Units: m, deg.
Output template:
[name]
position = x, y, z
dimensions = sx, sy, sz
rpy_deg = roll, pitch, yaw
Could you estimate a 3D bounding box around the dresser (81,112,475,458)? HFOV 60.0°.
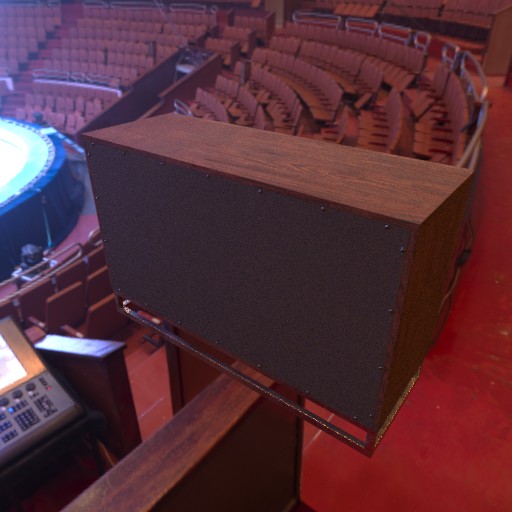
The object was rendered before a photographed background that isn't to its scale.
[dresser]
position = 0.000, 0.000, 2.170
dimensions = 1.646, 1.061, 0.623
rpy_deg = 21, 36, 32
